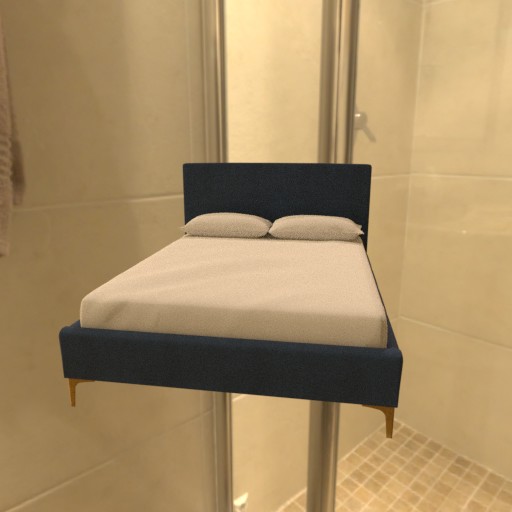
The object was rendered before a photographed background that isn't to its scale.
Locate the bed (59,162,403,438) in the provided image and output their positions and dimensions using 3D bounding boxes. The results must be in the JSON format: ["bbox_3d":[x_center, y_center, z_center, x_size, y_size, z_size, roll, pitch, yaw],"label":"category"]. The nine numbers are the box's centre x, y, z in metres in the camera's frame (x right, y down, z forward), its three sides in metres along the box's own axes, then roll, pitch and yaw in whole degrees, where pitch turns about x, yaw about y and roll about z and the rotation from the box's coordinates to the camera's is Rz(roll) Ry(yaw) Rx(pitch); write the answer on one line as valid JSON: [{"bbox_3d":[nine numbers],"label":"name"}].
[{"bbox_3d":[0.000,0.000,3.143,1.723,1.231,2.172,2,14,9],"label":"bed"}]
